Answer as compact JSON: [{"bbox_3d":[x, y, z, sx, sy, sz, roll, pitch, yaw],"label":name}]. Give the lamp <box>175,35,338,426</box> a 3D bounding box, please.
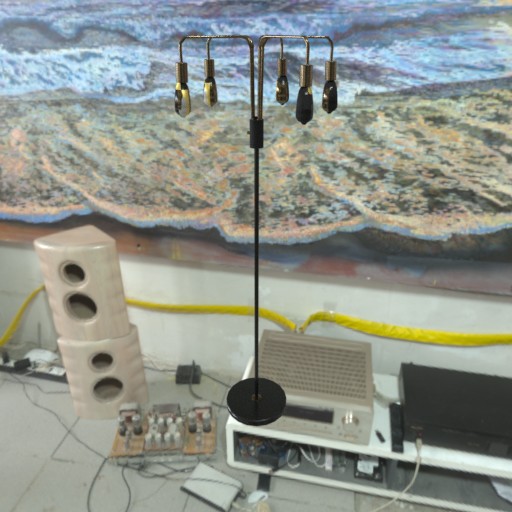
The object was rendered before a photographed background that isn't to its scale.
[{"bbox_3d":[0.000,0.000,1.928,0.599,1.721,0.572,-8,27,-16],"label":"lamp"}]
